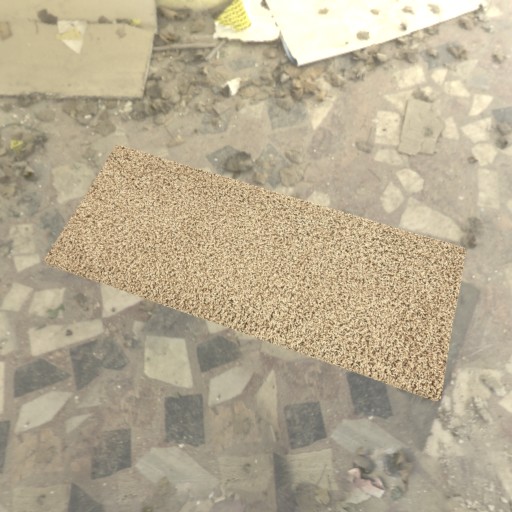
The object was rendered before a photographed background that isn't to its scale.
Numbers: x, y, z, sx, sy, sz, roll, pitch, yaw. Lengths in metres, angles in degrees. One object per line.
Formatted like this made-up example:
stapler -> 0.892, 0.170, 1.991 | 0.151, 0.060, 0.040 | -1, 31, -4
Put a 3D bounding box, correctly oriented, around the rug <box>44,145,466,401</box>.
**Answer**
rug -> 0.000, 0.000, 1.720 | 1.524, 0.030, 0.609 | 18, 65, 8
